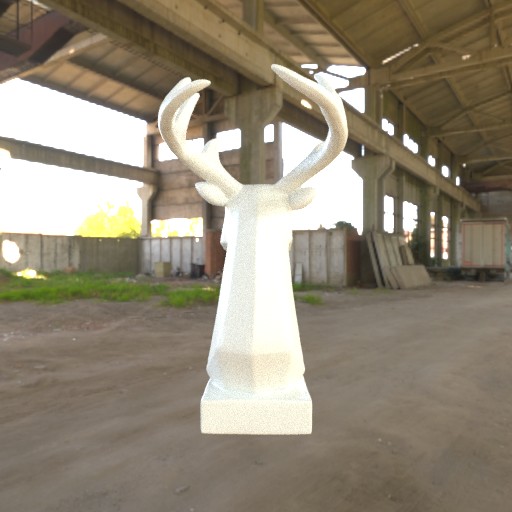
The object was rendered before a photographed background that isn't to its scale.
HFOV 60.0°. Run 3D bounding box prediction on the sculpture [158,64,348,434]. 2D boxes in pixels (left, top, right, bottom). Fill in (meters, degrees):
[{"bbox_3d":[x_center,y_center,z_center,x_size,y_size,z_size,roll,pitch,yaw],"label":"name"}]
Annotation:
[{"bbox_3d":[0.000,0.000,0.454,0.174,0.329,0.224,0,0,1],"label":"sculpture"}]
